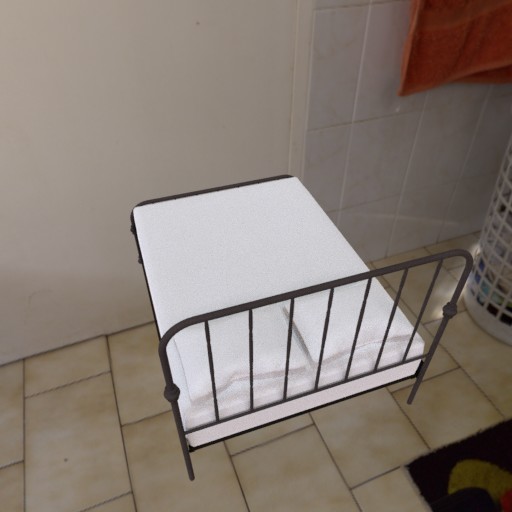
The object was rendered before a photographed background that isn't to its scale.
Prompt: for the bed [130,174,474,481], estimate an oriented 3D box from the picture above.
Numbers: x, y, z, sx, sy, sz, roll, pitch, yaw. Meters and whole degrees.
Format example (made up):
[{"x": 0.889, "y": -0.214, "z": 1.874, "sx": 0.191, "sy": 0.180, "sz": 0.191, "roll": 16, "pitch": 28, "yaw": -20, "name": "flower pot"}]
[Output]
[{"x": 0.000, "y": 0.000, "z": 3.132, "sx": 1.616, "sy": 1.446, "sz": 2.134, "roll": -13, "pitch": 44, "yaw": -14, "name": "bed"}]
